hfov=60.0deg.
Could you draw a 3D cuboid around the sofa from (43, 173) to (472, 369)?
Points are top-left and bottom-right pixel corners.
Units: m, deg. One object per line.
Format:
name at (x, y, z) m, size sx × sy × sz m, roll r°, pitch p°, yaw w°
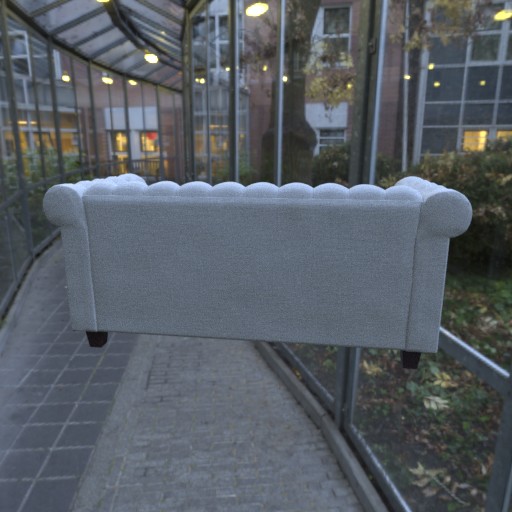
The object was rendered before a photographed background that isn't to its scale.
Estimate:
sofa at (0.000, 0.000, 2.270) m, size 1.798 × 0.797 × 0.783 m, roll 2°, pitch 14°, yaw 8°
